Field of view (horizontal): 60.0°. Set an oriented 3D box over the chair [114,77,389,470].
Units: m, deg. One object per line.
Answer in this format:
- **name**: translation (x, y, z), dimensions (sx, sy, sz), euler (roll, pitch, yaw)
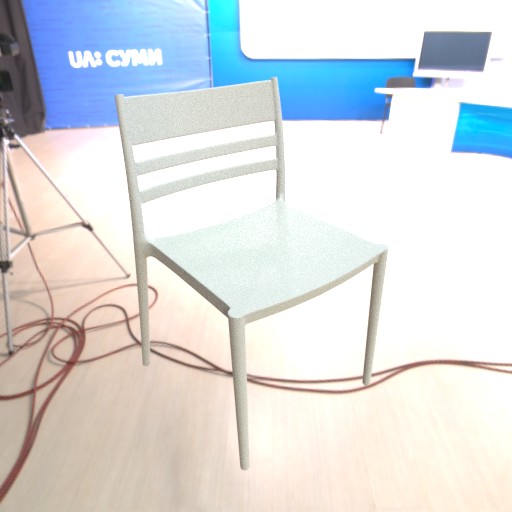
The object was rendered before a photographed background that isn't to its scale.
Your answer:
- **chair**: translation (0.000, 0.000, 1.162), dimensions (0.531, 0.800, 0.511), euler (-21, 36, -32)
